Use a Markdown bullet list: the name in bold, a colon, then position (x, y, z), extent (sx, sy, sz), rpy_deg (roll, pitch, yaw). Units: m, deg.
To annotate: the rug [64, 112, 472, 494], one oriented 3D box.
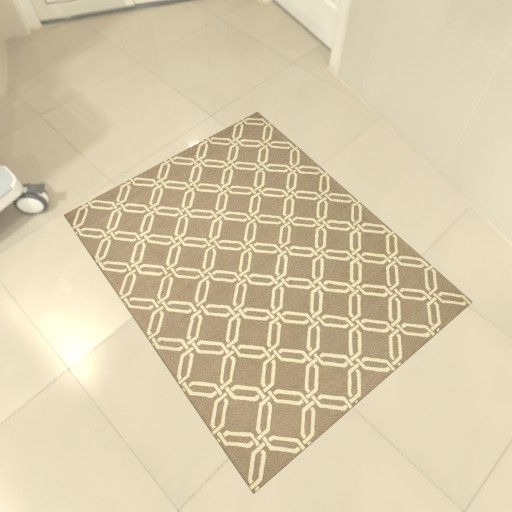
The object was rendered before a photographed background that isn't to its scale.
- **rug**: position (0.000, 0.000, 3.889), extent (2.288, 0.018, 2.895), rpy_deg (-34, 64, -19)
